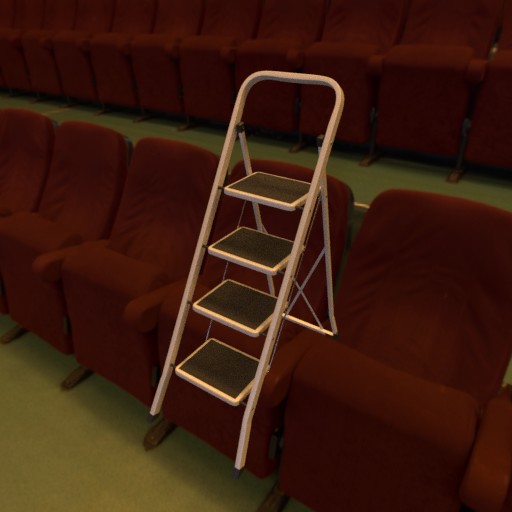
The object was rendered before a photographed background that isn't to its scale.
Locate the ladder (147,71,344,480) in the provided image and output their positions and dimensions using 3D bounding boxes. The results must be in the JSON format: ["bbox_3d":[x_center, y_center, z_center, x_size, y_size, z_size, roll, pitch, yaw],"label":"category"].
[{"bbox_3d":[0.000,0.000,1.710,0.460,1.265,0.914,19,35,29],"label":"ladder"}]
